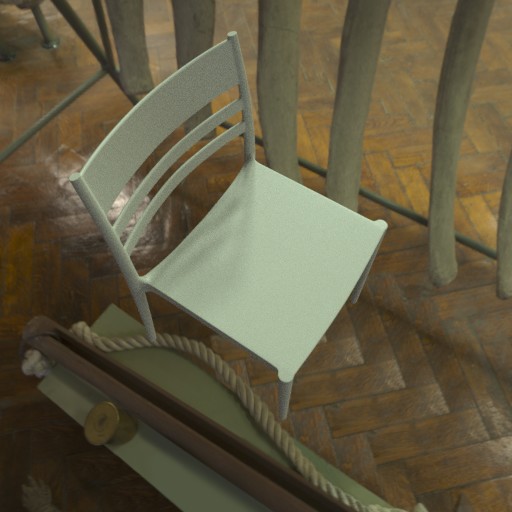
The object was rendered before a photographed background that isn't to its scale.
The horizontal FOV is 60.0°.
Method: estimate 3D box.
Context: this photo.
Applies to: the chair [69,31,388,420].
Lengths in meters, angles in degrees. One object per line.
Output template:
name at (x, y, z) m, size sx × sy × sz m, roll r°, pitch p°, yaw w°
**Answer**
chair at (0.000, 0.000, 1.115) m, size 0.511 × 0.800 × 0.531 m, roll 30°, pitch 65°, yaw 16°
